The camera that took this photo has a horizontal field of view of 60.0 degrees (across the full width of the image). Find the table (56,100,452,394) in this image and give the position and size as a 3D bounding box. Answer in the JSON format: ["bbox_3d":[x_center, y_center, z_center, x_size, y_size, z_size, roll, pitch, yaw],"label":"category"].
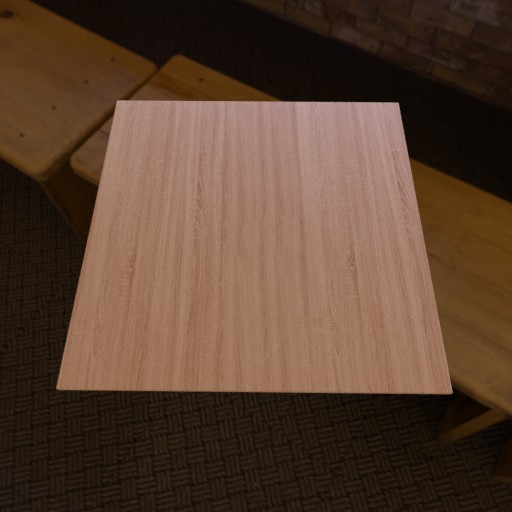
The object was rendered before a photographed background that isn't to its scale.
[{"bbox_3d":[0.000,0.000,1.037,0.670,0.305,0.670,1,63,0],"label":"table"}]
